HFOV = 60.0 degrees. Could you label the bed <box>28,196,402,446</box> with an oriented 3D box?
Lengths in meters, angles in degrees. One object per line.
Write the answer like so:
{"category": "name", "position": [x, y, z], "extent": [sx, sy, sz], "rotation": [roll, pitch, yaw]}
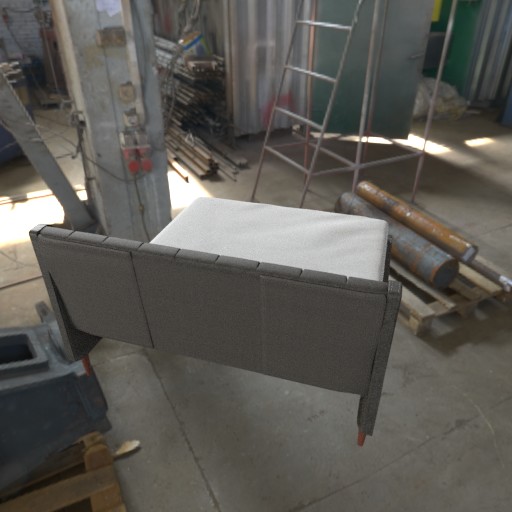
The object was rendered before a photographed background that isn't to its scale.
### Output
{"category": "bed", "position": [0.000, 0.000, 3.204], "extent": [1.903, 1.158, 2.031], "rotation": [9, 33, 15]}
